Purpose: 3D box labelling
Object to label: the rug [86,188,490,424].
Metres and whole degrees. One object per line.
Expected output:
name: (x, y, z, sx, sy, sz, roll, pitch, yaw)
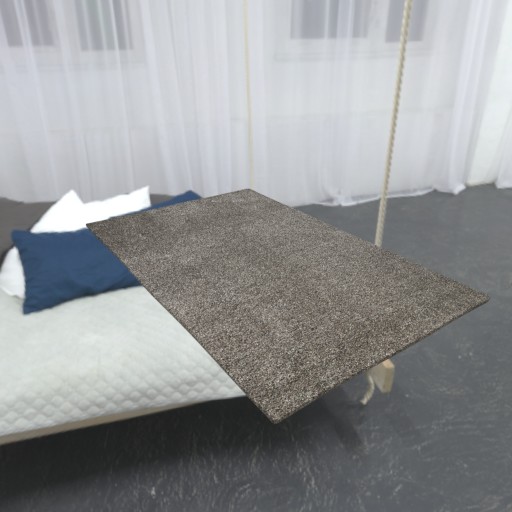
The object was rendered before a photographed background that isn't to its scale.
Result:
rug: (0.000, 0.000, 2.892, 1.501, 0.025, 2.352, -18, 32, -31)
